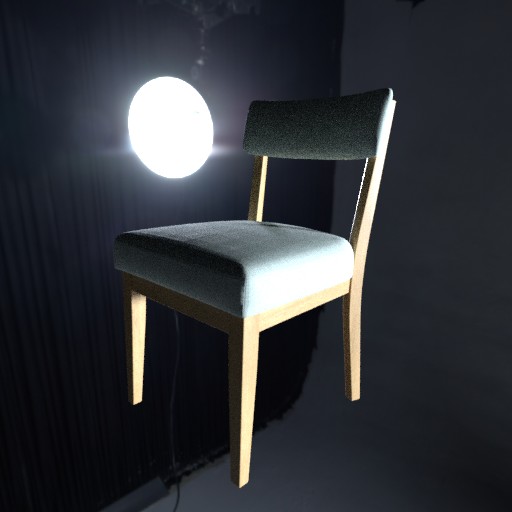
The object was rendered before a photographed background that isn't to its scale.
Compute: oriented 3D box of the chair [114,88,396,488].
[{"bbox_3d":[0.000,0.000,1.166,0.572,0.832,0.508,-14,20,-43],"label":"chair"}]
